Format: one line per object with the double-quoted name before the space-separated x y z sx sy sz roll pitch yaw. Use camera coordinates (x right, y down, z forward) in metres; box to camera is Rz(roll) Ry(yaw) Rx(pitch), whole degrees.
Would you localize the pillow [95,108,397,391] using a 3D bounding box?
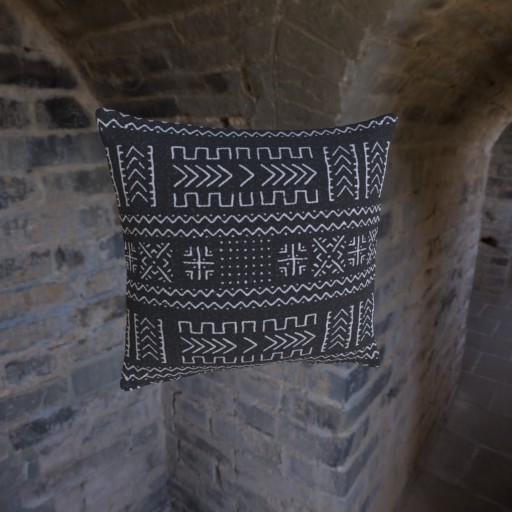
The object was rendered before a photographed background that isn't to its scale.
"pillow" 0.000 0.000 0.683 0.438 0.430 0.164 -3 16 -9
